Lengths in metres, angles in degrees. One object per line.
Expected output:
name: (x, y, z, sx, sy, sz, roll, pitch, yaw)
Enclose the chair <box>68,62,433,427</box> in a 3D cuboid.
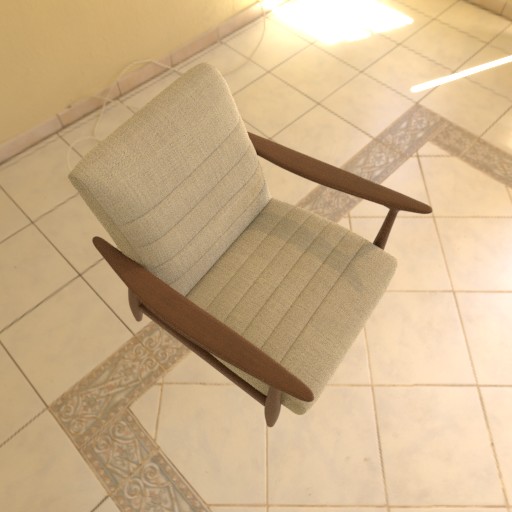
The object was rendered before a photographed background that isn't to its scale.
chair: (0.000, 0.000, 1.436, 0.798, 0.832, 0.741, 31, 64, 18)
